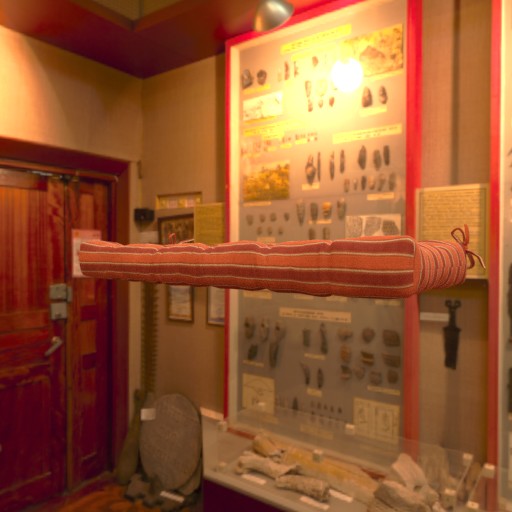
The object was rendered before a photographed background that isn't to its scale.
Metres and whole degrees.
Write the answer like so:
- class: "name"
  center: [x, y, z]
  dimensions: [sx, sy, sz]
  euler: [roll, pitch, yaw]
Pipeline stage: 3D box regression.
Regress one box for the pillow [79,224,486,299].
- class: "pillow"
  center: [0.000, 0.000, 1.338]
  dimensions: [1.194, 0.174, 0.511]
  euler: [1, 1, 38]
